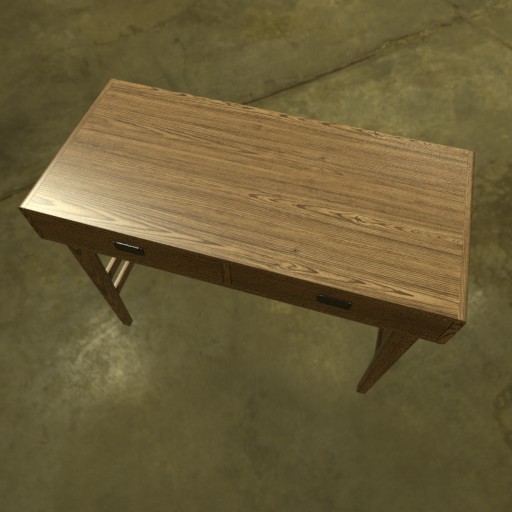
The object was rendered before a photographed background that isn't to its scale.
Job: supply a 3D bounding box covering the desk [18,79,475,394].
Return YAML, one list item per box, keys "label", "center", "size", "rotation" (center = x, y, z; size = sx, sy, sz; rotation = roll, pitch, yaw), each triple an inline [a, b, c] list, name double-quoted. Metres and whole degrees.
- label: "desk"
  center: [0.000, 0.000, 1.446]
  size: [1.067, 0.755, 0.508]
  rotation: [14, 60, 8]
